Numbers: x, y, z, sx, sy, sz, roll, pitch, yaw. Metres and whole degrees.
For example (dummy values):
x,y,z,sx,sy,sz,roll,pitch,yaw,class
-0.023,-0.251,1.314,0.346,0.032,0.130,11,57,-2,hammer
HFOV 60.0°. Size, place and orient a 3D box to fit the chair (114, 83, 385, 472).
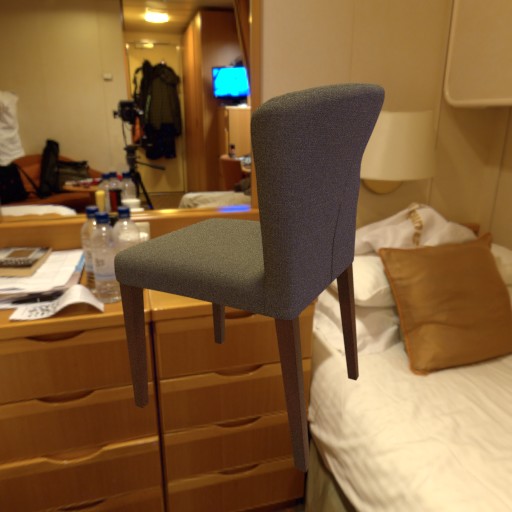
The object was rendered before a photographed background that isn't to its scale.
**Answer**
x,y,z,sx,sy,sz,roll,pitch,yaw,class
0.000,0.000,1.175,0.589,0.839,0.491,9,20,27,chair
